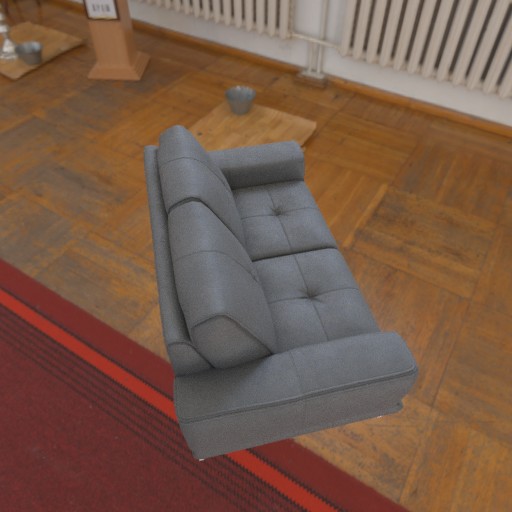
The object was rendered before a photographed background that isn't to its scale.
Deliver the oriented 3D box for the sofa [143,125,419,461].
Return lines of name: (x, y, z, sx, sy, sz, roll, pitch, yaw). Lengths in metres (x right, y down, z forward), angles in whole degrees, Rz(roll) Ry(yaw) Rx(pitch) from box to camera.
sofa: (0.000, 0.000, 2.381, 1.018, 0.907, 1.806, -10, 48, -9)
